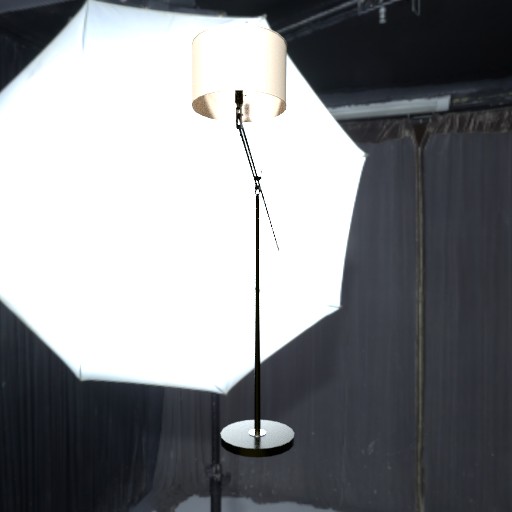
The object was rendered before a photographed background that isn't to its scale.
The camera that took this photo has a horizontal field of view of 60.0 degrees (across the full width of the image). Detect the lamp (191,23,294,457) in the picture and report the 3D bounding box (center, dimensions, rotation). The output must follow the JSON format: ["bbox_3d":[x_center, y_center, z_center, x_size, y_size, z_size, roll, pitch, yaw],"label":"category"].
[{"bbox_3d":[0.000,0.000,1.940,0.373,1.635,0.809,0,0,18],"label":"lamp"}]
